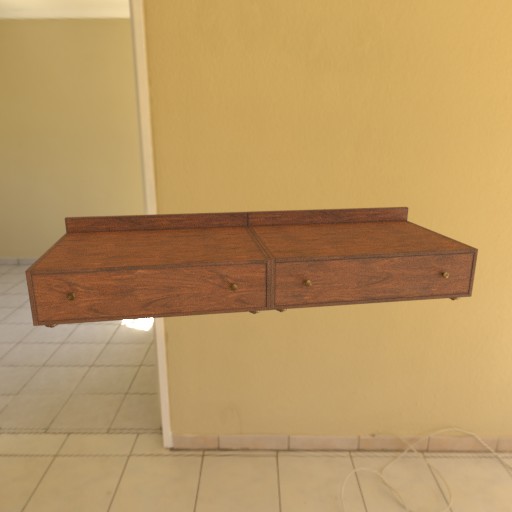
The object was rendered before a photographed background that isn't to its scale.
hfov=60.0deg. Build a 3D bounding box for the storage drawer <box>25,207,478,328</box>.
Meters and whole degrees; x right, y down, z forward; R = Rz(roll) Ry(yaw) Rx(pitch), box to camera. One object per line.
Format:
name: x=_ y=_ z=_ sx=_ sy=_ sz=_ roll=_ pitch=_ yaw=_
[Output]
storage drawer: x=0.000 y=0.000 z=2.220 sx=1.914 sy=0.339 sz=0.774 roll=-3 pitch=16 yaw=-9
